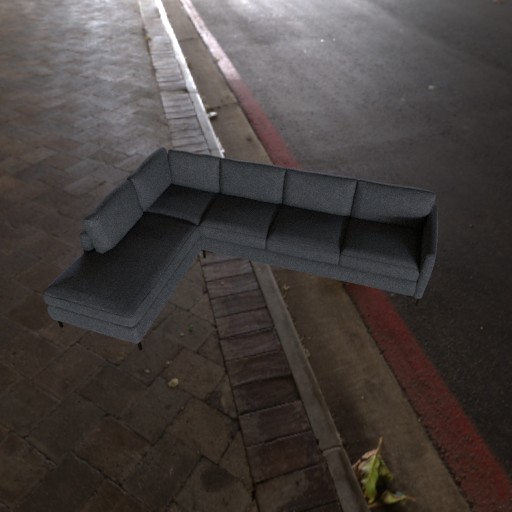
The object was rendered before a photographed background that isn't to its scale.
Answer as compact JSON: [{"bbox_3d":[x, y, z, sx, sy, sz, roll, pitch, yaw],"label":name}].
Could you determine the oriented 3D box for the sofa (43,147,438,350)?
[{"bbox_3d":[0.000,0.000,3.858,2.949,0.815,2.007,12,42,14],"label":"sofa"}]
